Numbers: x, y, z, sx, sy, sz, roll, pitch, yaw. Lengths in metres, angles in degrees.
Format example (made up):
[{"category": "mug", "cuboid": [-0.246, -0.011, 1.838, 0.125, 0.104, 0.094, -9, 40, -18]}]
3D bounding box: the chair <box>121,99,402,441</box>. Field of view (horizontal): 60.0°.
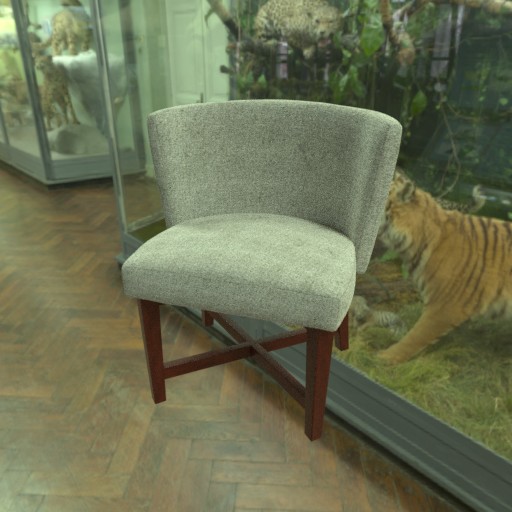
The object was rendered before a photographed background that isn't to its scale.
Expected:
[{"category": "chair", "cuboid": [0.000, 0.000, 1.306, 0.728, 0.827, 0.575, 7, 26, 16]}]
